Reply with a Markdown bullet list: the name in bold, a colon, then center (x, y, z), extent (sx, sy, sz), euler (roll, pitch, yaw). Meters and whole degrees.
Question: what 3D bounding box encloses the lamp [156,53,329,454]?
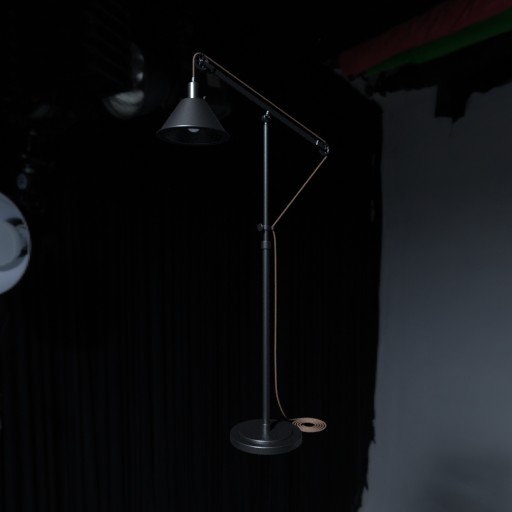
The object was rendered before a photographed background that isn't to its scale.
- **lamp**: center (0.000, 0.000, 1.939), extent (0.904, 1.626, 0.319), euler (0, 0, -36)
